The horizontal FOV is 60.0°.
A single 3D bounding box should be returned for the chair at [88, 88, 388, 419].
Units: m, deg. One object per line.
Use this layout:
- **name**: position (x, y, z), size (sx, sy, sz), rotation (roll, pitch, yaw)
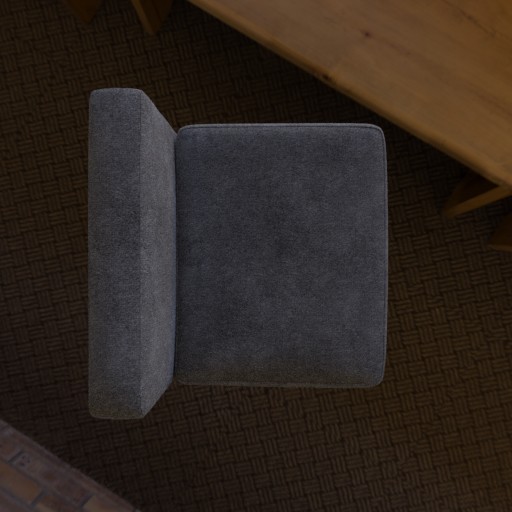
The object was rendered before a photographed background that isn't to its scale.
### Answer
- **chair**: position (0.000, 0.000, 1.194), size (0.680, 0.660, 0.680), rotation (0, 90, 2)
